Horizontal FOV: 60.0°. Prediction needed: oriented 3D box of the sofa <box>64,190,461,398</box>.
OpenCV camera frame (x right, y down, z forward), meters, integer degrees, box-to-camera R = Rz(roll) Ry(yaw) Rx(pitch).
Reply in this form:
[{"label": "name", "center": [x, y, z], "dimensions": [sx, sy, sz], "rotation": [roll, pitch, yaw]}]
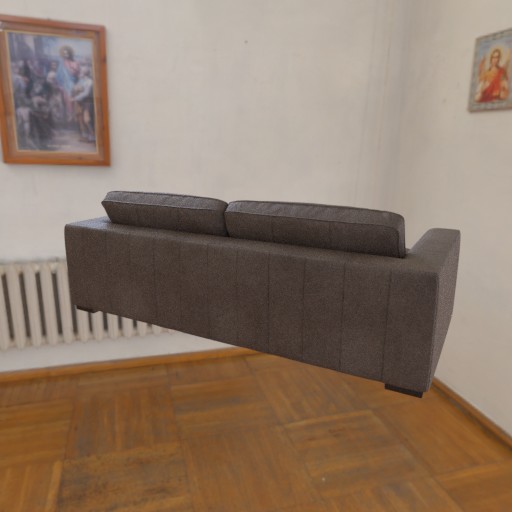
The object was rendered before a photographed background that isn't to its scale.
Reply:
[{"label": "sofa", "center": [0.000, 0.000, 2.780], "dimensions": [2.262, 0.801, 1.070], "rotation": [8, 17, 28]}]
